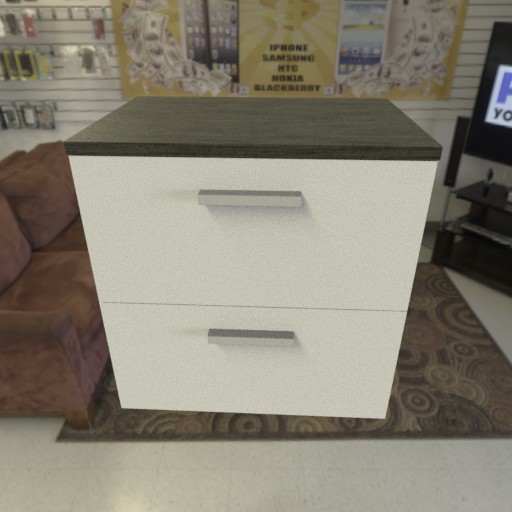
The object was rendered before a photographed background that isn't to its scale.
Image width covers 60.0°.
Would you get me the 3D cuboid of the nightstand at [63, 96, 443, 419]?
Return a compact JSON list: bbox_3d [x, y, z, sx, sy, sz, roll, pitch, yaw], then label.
[{"bbox_3d":[0.000,0.000,0.754,0.441,0.460,0.325,1,29,3],"label":"nightstand"}]
